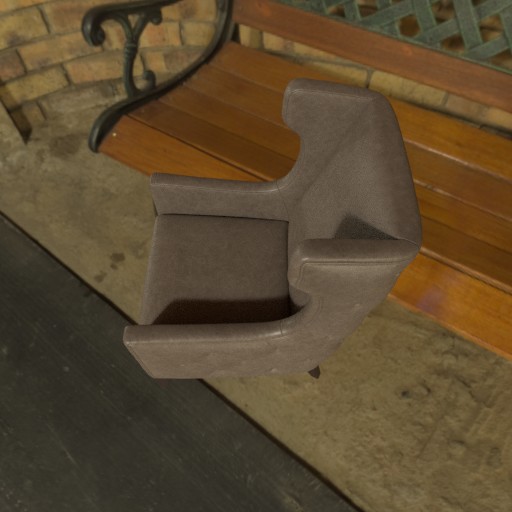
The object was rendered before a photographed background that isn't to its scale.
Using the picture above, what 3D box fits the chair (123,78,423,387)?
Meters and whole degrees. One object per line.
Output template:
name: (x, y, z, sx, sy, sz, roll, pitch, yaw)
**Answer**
chair: (0.000, 0.000, 1.687, 0.899, 1.079, 0.769, 0, 58, 0)
